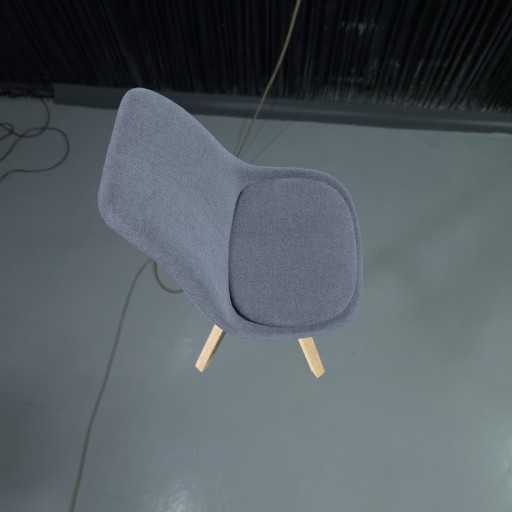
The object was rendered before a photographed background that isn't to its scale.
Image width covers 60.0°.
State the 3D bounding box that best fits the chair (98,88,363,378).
[{"bbox_3d":[0.000,0.000,1.171,0.550,0.850,0.485,3,64,1],"label":"chair"}]
